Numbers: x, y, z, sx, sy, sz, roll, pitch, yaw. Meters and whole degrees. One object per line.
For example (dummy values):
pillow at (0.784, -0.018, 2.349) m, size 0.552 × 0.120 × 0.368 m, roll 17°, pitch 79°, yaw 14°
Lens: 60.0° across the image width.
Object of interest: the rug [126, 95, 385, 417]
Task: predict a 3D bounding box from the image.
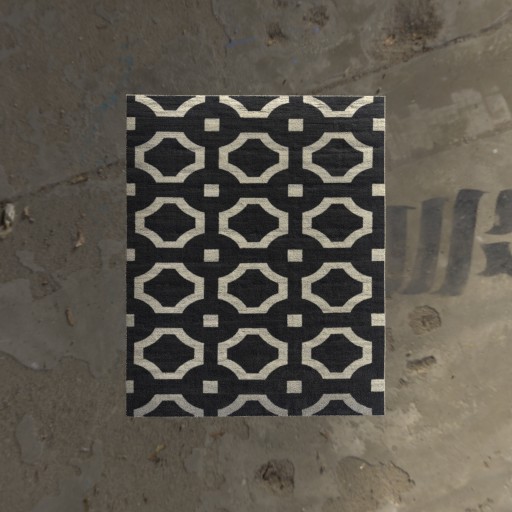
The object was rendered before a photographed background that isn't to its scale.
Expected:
rug at (0.000, 0.000, 4.208) m, size 2.466 × 0.021 × 3.049 m, roll 0°, pitch 90°, yaw -1°
